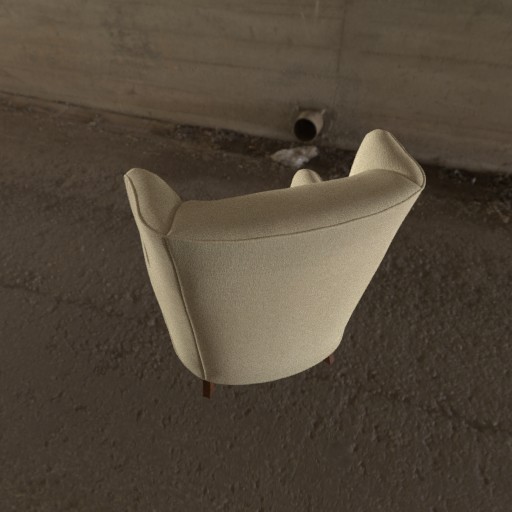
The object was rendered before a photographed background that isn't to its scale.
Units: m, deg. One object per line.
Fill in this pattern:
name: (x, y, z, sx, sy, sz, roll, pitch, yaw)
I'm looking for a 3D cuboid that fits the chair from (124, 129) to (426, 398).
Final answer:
chair: (0.000, 0.000, 1.722, 0.838, 1.040, 0.966, -12, 43, -13)
